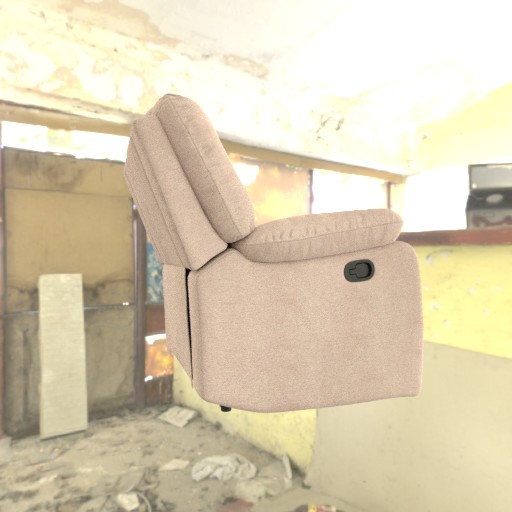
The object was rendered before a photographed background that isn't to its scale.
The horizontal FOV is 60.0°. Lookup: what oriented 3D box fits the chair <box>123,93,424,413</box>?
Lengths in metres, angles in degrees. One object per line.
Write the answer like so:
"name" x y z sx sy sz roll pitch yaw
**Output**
"chair" 0.000 0.000 1.681 0.944 1.008 0.899 0 0 -18
